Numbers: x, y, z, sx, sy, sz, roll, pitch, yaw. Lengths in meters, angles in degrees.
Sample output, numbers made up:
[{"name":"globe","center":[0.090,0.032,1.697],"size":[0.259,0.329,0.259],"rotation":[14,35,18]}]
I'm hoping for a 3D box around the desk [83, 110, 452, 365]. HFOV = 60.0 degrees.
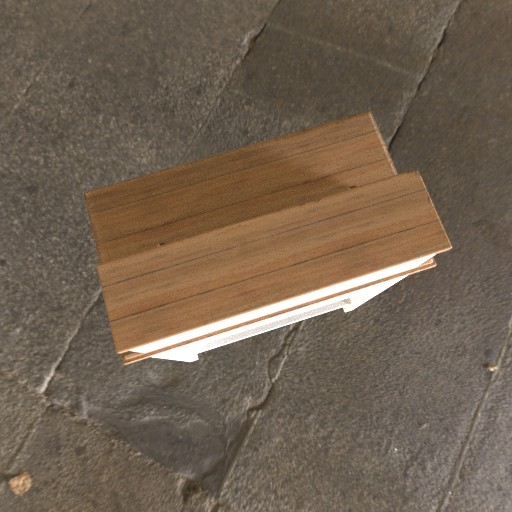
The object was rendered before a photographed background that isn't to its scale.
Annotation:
[{"name":"desk","center":[0.000,0.000,1.427],"size":[0.814,0.981,0.462],"rotation":[-17,76,-4]}]
